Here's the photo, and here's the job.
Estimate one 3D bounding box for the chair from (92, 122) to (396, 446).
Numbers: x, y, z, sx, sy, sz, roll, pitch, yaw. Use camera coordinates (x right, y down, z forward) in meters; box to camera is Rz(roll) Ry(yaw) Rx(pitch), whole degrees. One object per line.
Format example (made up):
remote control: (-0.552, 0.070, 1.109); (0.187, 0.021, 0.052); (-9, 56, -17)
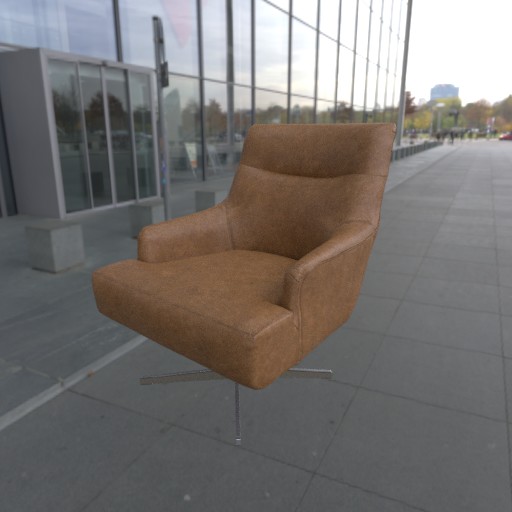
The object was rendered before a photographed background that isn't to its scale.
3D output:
chair: (0.000, 0.000, 1.504); (0.729, 0.869, 0.874); (14, 21, 40)
